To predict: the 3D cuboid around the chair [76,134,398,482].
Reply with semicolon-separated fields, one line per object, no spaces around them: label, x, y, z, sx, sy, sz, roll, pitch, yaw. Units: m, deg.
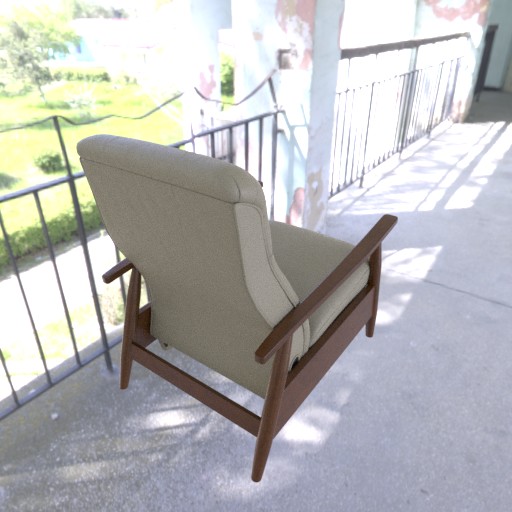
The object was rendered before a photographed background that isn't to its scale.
chair;0.000;0.000;1.764;0.762;1.082;1.014;20;35;31
